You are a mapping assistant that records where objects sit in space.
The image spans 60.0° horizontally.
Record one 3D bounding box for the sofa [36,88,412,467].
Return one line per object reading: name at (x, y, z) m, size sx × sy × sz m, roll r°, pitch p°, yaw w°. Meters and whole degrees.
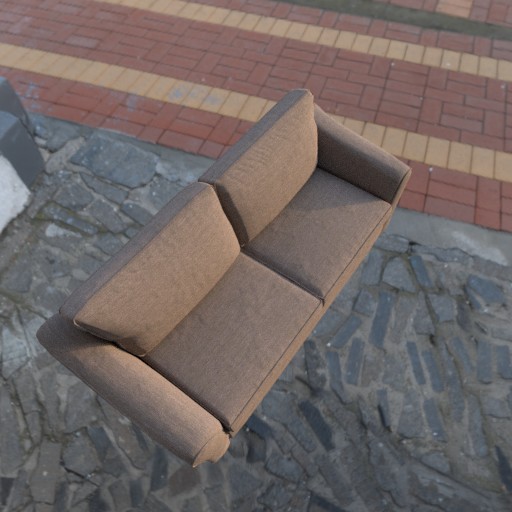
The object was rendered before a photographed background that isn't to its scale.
sofa at (0.000, 0.000, 2.659) m, size 0.980 × 0.965 × 2.270 m, roll 32°, pitch 63°, yaw 18°
